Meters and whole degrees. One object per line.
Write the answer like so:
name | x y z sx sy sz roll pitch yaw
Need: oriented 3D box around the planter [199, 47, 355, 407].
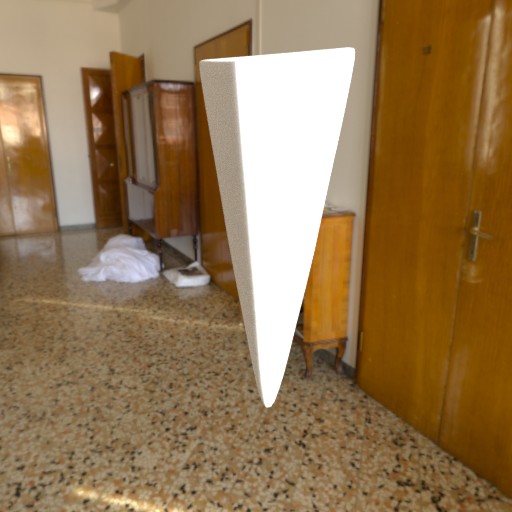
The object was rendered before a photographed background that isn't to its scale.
planter | 0.000 0.000 0.393 0.143 0.338 0.065 7 17 25
